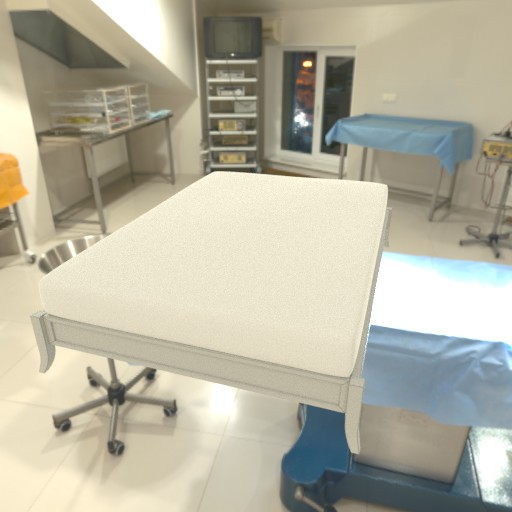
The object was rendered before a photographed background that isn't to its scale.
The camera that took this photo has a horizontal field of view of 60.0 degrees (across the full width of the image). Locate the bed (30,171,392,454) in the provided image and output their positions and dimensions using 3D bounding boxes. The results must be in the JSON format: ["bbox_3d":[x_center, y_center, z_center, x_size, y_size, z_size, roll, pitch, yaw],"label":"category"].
[{"bbox_3d":[0.000,0.000,2.584,1.460,0.510,1.985,8,27,16],"label":"bed"}]
